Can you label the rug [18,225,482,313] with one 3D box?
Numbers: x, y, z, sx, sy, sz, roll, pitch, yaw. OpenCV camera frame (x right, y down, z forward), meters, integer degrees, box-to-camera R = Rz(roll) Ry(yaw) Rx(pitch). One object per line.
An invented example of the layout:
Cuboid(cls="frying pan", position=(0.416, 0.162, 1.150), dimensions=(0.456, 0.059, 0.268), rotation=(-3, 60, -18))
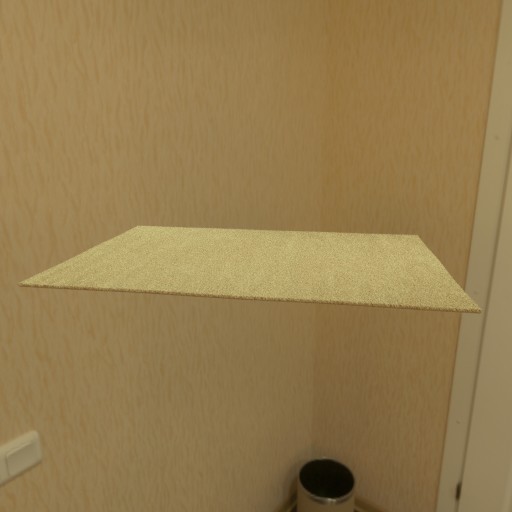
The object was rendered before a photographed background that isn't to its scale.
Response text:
Cuboid(cls="rug", position=(0.000, 0.000, 3.399), dimensions=(2.699, 0.025, 1.800), rotation=(2, 16, 9))
